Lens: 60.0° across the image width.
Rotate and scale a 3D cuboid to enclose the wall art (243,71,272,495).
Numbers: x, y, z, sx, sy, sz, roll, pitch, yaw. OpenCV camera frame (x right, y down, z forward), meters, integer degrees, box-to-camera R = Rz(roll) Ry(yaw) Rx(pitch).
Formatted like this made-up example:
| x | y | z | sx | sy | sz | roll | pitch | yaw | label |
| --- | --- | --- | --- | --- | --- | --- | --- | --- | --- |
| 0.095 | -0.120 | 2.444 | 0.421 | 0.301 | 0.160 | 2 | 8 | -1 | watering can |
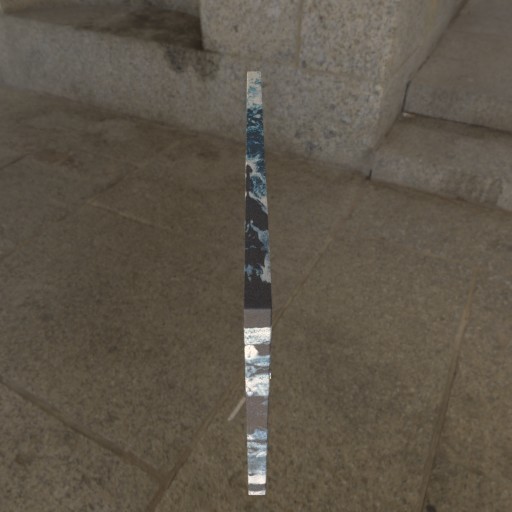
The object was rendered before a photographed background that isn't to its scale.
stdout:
| x | y | z | sx | sy | sz | roll | pitch | yaw | label |
| --- | --- | --- | --- | --- | --- | --- | --- | --- | --- |
| 0.000 | 0.000 | 1.125 | 0.042 | 0.610 | 0.915 | 0 | 41 | 0 | wall art |
